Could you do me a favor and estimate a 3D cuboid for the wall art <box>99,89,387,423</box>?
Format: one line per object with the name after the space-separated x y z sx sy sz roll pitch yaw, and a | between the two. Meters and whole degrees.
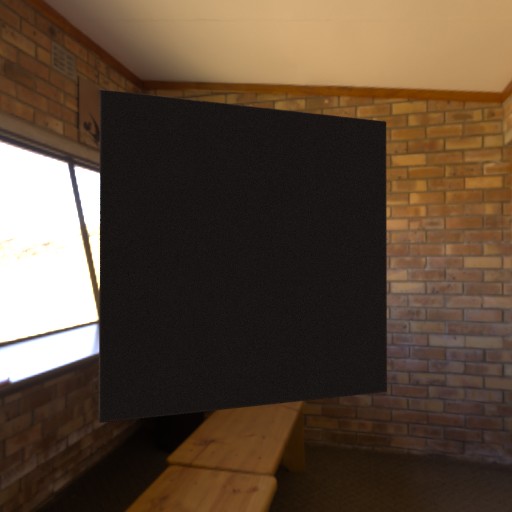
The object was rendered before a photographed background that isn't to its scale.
0.000 0.000 0.457 0.304 0.303 0.015 0 -1 -18 | wall art
